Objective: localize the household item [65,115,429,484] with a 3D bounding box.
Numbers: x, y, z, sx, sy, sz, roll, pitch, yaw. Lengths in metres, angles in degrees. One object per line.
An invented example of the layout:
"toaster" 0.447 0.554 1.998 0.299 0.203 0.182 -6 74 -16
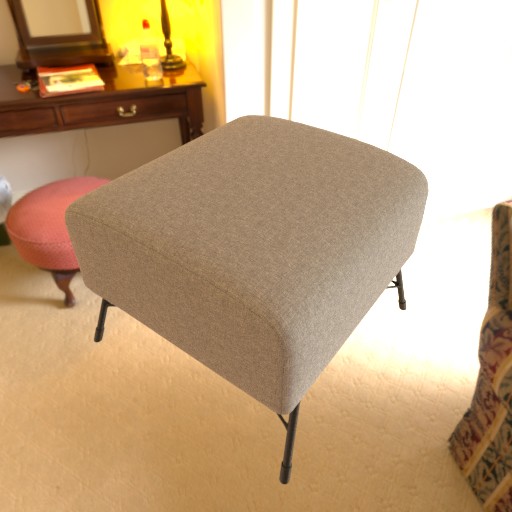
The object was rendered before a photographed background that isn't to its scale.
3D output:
"household item" 0.000 0.000 0.914 0.530 0.410 0.530 26 46 28
